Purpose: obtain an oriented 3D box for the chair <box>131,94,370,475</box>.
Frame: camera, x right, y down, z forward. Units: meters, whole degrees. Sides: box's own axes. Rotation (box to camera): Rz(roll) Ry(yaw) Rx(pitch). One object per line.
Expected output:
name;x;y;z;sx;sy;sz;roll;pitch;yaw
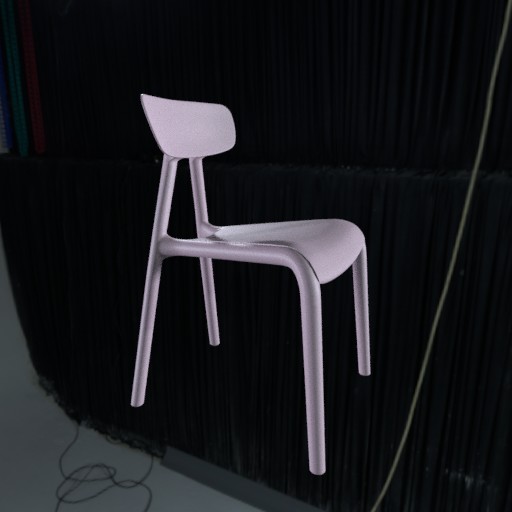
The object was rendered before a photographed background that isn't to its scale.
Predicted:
chair;0.000;0.000;0.850;0.401;0.580;0.356;7;16;25
